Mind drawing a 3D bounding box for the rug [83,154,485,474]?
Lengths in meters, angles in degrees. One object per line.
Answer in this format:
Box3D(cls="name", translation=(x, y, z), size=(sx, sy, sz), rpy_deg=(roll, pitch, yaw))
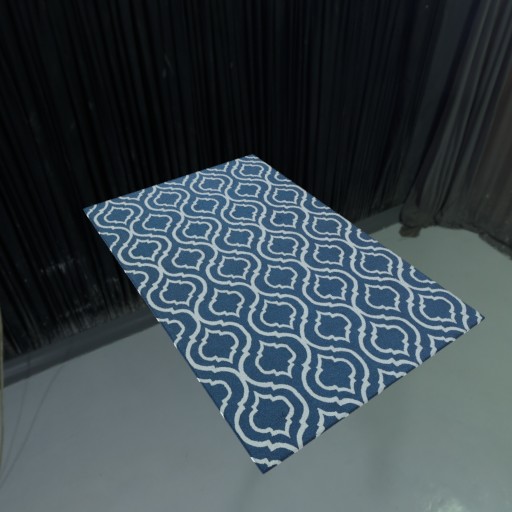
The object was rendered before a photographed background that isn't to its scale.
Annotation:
Box3D(cls="rug", translation=(0.000, 0.000, 2.168), size=(1.143, 0.010, 1.753), rpy_deg=(-24, 46, -25))
